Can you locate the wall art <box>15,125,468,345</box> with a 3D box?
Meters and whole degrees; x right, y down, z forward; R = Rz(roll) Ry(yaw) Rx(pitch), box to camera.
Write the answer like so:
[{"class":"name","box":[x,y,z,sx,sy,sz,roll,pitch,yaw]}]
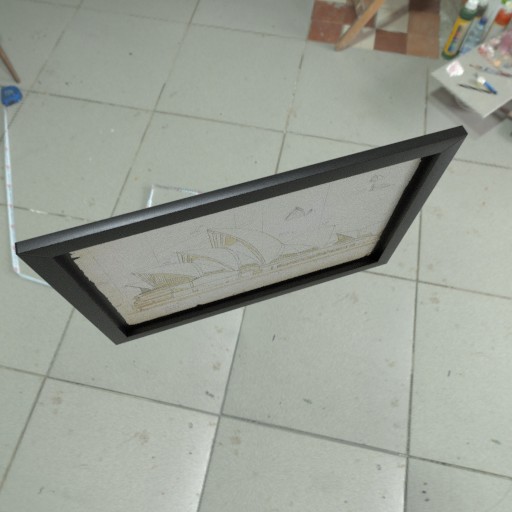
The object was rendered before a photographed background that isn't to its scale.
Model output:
[{"class":"wall art","box":[0.000,0.000,0.552,0.440,0.306,0.013,-16,65,-8]}]
